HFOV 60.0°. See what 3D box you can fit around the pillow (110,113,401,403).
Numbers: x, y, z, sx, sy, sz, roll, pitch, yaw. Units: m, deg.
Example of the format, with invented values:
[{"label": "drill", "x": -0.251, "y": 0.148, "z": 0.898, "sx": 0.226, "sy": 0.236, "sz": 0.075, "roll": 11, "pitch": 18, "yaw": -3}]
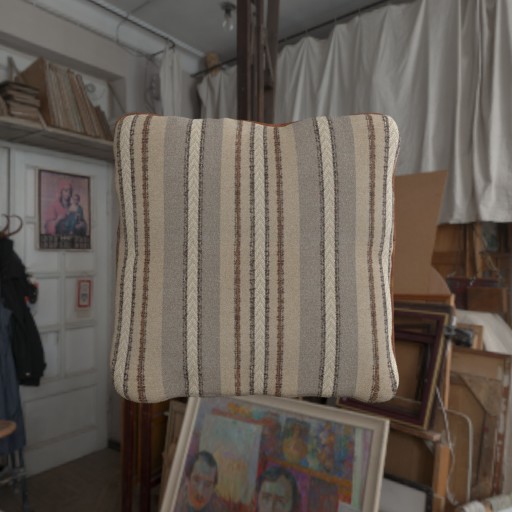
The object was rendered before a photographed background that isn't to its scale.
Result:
[{"label": "pillow", "x": 0.000, "y": 0.000, "z": 0.747, "sx": 0.489, "sy": 0.490, "sz": 0.130, "roll": 0, "pitch": -1, "yaw": 0}]
